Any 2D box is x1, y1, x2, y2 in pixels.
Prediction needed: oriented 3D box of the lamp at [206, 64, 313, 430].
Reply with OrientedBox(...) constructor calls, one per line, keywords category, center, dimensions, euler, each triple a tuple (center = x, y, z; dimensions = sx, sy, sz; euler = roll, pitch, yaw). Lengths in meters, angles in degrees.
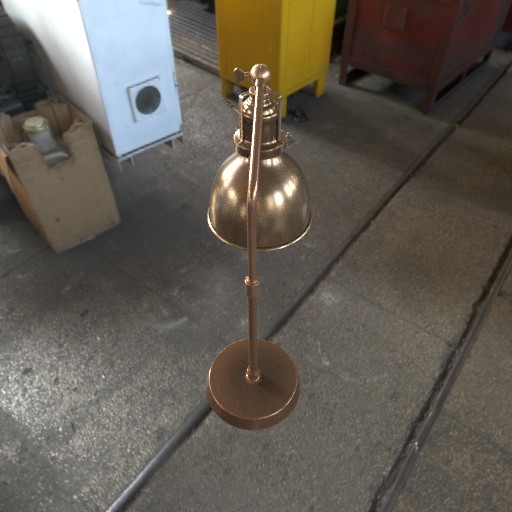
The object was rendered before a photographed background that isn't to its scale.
OrientedBox(category="lamp", center=(0.000, 0.000, 0.596), dimensions=(0.153, 0.456, 0.286), euler=(3, 46, 3))
